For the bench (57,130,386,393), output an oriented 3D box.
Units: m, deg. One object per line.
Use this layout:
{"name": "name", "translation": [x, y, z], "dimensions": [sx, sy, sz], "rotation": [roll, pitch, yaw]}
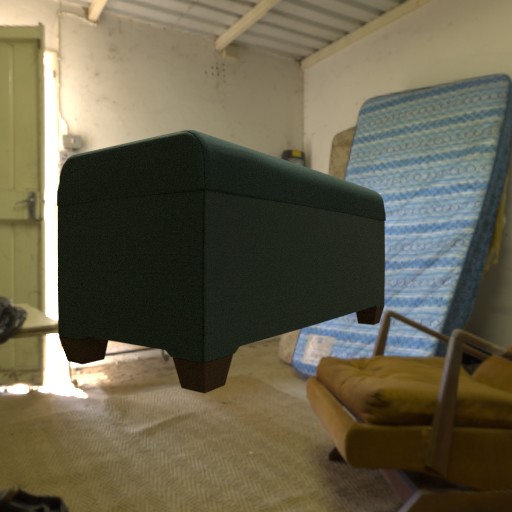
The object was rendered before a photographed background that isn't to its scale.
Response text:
{"name": "bench", "translation": [0.000, 0.000, 1.281], "dimensions": [0.476, 0.474, 0.995], "rotation": [0, 1, 34]}
